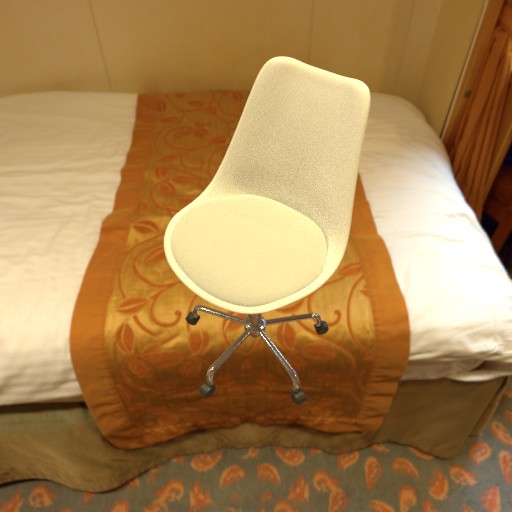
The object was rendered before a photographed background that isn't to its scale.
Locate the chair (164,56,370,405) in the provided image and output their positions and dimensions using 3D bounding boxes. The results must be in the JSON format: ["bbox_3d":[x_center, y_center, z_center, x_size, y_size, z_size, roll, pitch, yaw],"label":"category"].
[{"bbox_3d":[0.000,0.000,1.296,0.550,0.930,0.550,32,54,27],"label":"chair"}]
